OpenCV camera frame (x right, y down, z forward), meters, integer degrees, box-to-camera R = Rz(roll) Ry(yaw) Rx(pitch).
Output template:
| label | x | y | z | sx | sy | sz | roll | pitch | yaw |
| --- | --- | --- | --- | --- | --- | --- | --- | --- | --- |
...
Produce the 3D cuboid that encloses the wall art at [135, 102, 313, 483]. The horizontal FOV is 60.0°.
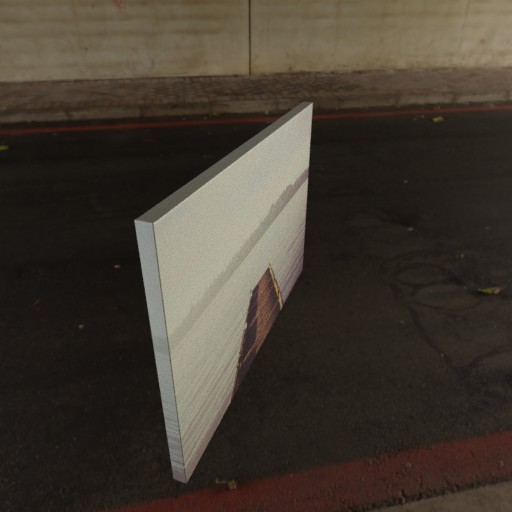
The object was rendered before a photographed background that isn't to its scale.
| label | x | y | z | sx | sy | sz | roll | pitch | yaw |
| --- | --- | --- | --- | --- | --- | --- | --- | --- | --- |
| wall art | 0.000 | 0.000 | 0.778 | 0.021 | 0.410 | 0.615 | 11 | 32 | 18 |
